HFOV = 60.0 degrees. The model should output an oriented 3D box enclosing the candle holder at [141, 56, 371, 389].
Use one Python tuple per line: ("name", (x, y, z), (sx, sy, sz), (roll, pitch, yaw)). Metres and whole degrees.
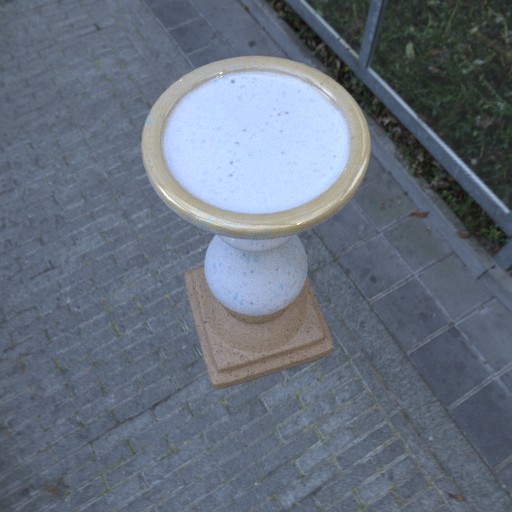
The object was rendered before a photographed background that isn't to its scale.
("candle holder", (0.000, 0.000, 0.301), (0.110, 0.239, 0.110), (-15, 64, -8))
